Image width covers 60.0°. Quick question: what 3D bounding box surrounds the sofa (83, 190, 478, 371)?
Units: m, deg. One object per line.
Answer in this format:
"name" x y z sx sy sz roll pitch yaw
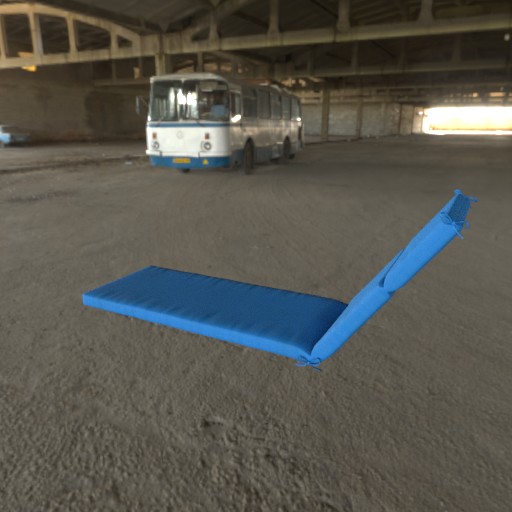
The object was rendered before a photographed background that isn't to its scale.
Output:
"sofa" 0.000 0.000 1.940 1.663 0.622 0.582 9 19 26
